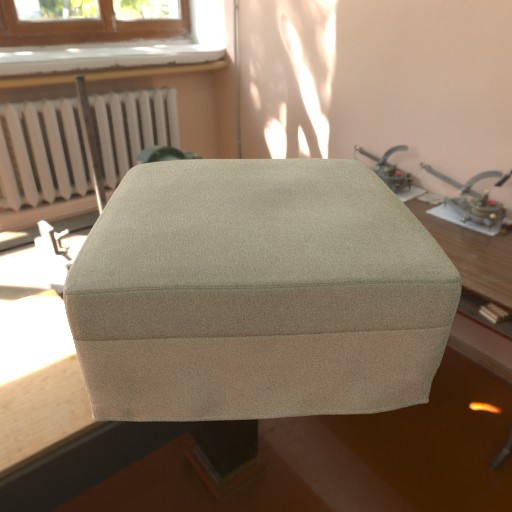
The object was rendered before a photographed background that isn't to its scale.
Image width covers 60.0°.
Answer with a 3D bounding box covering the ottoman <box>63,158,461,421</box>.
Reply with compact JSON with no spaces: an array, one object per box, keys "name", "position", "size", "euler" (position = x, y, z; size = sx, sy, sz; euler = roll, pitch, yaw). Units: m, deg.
[{"name":"ottoman","position":[0.000,0.000,1.315],"size":[0.842,0.441,0.843],"euler":[-2,29,-3]}]
